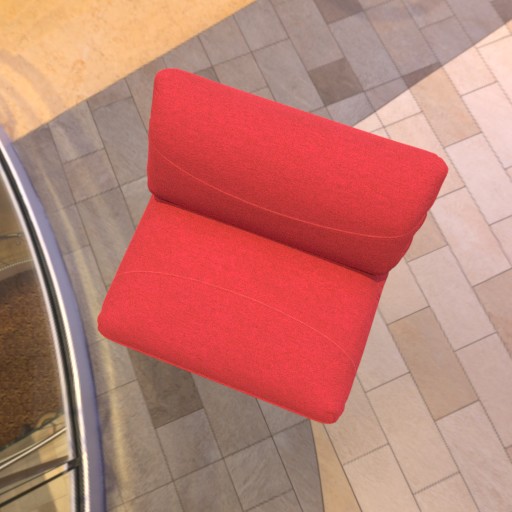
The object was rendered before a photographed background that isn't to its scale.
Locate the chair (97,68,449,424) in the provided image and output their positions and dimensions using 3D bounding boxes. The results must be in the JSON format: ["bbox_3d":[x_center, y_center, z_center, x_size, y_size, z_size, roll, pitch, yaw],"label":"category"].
[{"bbox_3d":[0.000,0.000,1.332,0.820,0.580,0.780,20,77,5],"label":"chair"}]
